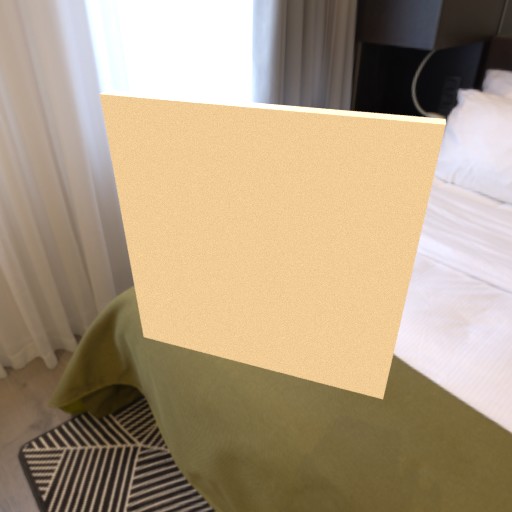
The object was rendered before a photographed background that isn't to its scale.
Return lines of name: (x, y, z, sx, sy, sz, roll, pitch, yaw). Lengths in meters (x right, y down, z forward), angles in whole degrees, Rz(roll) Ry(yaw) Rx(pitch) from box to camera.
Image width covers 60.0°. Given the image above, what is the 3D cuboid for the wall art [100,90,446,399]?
wall art: (0.000, 0.000, 0.844, 0.559, 0.559, 0.028, 11, 34, 16)
